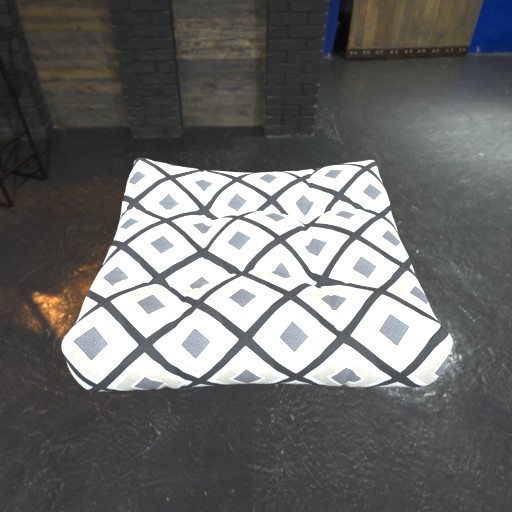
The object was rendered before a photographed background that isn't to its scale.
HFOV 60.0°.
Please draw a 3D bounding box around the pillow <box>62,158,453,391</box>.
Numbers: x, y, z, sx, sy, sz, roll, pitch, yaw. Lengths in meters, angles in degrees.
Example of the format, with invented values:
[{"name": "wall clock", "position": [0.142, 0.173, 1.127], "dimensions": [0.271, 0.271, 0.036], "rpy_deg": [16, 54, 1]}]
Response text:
[{"name": "pillow", "position": [0.000, 0.000, 0.730], "dimensions": [0.490, 0.128, 0.468], "rpy_deg": [0, 42, 0]}]
